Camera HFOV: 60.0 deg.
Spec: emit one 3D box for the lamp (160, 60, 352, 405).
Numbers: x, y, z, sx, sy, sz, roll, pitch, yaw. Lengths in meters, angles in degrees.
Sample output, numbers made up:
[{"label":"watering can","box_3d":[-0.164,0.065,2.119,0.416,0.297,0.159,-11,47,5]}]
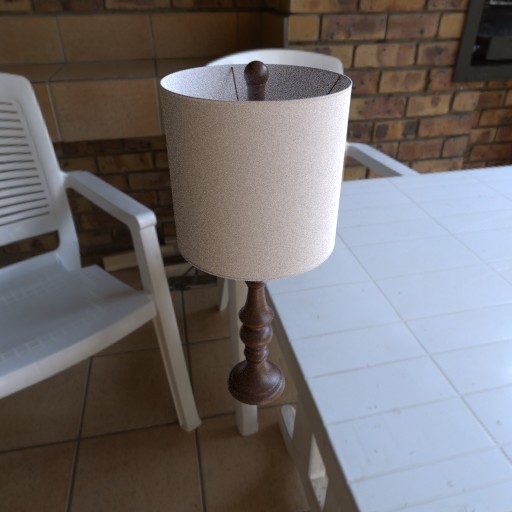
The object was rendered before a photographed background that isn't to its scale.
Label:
[{"label":"lamp","box_3d":[0.000,0.000,0.732,0.250,0.597,0.250,-10,33,-15]}]
